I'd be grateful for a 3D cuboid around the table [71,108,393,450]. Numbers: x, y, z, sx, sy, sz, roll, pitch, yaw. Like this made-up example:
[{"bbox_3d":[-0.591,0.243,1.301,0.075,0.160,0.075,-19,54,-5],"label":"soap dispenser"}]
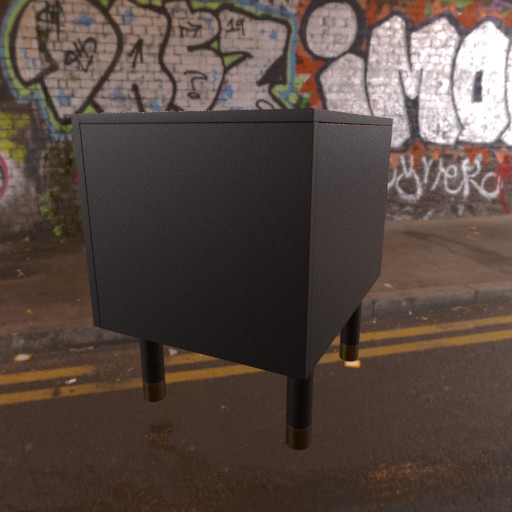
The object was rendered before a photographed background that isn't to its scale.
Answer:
[{"bbox_3d":[0.000,0.000,0.973,0.441,0.584,0.564,8,18,25],"label":"table"}]
